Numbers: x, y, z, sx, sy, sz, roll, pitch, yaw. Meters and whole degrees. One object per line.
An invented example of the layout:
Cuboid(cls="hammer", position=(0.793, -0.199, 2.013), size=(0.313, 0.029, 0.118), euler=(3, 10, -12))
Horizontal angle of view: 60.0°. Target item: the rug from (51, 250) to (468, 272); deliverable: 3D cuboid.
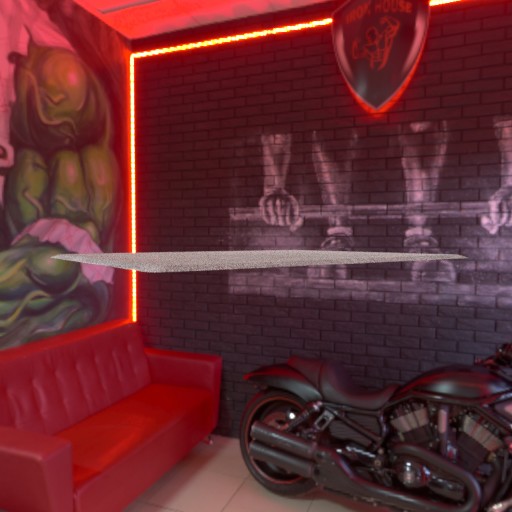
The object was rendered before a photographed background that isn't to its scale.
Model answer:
Cuboid(cls="rug", position=(0.000, 0.000, 3.895), size=(2.933, 0.027, 2.332), euler=(-2, 3, -36))
